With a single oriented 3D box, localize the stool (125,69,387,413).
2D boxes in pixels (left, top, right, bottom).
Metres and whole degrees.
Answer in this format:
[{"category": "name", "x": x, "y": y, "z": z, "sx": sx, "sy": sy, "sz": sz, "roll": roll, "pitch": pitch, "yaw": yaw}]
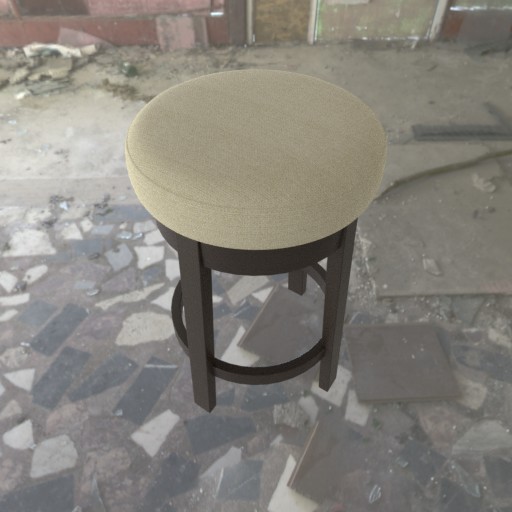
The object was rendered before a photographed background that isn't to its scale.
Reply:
[{"category": "stool", "x": 0.000, "y": 0.000, "z": 0.940, "sx": 0.449, "sy": 0.655, "sz": 0.449, "roll": 0, "pitch": 46, "yaw": 0}]
